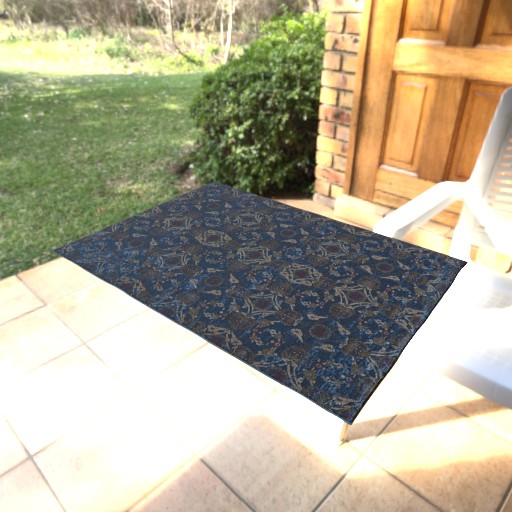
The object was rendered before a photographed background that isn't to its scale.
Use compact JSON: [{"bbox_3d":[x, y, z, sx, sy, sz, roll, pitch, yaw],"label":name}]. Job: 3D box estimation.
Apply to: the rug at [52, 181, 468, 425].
[{"bbox_3d":[0.000,0.000,2.875,2.207,0.014,1.567,22,38,32],"label":"rug"}]
